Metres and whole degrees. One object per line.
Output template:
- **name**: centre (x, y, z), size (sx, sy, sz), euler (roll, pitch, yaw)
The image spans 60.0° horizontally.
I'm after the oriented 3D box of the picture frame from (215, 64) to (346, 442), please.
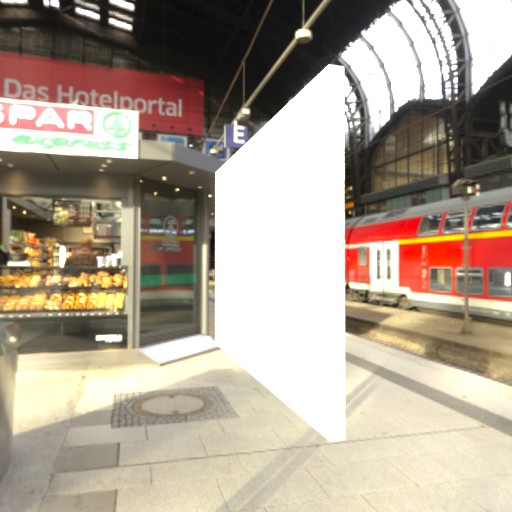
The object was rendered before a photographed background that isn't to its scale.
- **picture frame**: centre (0.000, 0.000, 1.210), size (0.029, 0.640, 0.950), euler (0, -1, -17)
